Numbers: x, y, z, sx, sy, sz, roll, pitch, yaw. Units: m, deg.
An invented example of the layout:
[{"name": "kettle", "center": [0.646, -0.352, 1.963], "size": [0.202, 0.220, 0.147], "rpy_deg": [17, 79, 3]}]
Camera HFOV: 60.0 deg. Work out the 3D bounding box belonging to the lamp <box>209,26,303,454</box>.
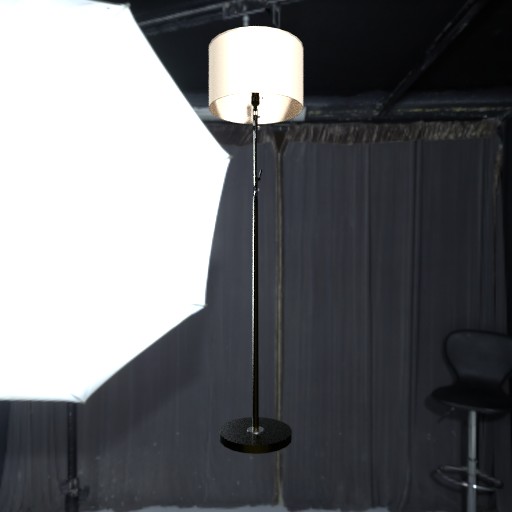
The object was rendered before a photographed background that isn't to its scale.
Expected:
[{"name": "lamp", "center": [0.000, 0.000, 1.971], "size": [0.373, 1.635, 0.809], "rpy_deg": [0, 0, 0]}]
